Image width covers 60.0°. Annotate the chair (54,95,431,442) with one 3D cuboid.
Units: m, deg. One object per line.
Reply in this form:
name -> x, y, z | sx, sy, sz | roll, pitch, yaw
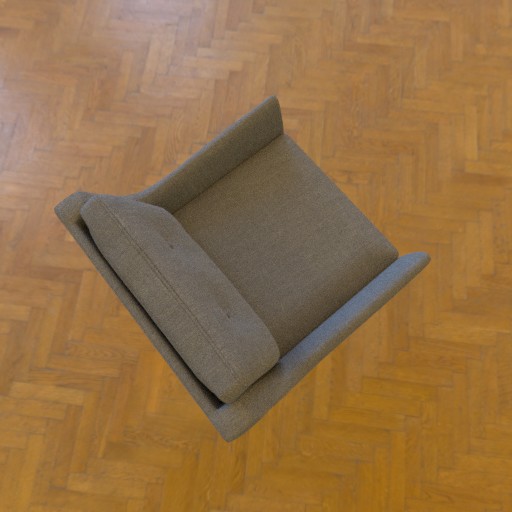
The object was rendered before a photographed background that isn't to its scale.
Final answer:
chair -> 0.000, 0.000, 1.580 | 0.849, 0.828, 0.847 | -38, 78, -10
